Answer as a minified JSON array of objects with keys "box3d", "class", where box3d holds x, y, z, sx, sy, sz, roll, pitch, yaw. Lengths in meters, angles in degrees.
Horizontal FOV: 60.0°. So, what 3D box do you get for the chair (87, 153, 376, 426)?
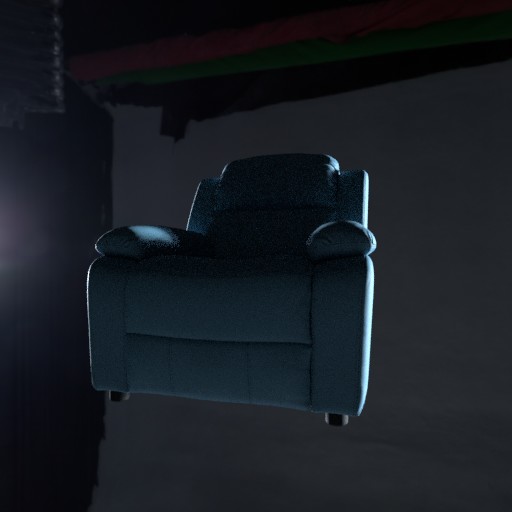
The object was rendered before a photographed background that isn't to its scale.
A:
[{"box3d":[0.000,0.000,1.269,0.680,0.702,0.709,0,0,17],"class":"chair"}]
